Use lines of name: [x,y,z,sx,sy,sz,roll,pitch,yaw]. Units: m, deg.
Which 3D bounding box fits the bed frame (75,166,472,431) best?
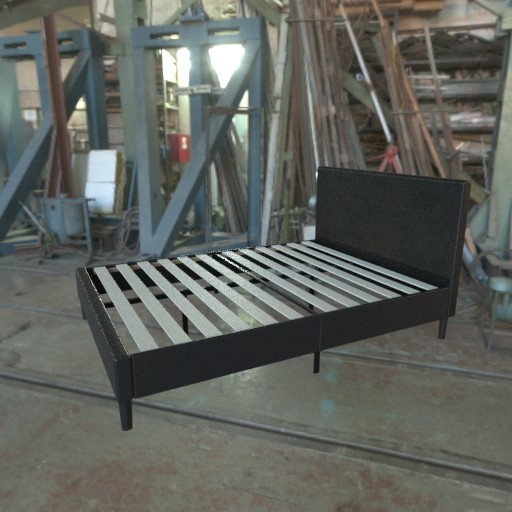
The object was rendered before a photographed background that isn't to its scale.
bed frame: [0.000,0.000,3.209,2.318,1.127,1.634,-8,17,-26]
